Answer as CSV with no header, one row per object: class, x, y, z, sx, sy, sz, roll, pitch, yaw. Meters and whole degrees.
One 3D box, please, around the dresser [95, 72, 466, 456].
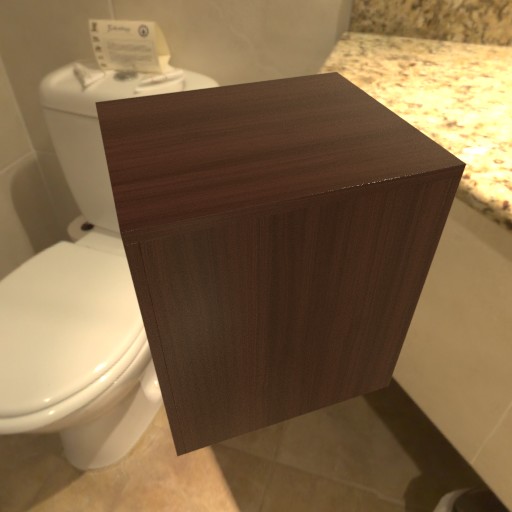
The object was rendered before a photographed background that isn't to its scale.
dresser,0.000,0.000,0.755,0.400,0.470,0.360,-13,43,-14
